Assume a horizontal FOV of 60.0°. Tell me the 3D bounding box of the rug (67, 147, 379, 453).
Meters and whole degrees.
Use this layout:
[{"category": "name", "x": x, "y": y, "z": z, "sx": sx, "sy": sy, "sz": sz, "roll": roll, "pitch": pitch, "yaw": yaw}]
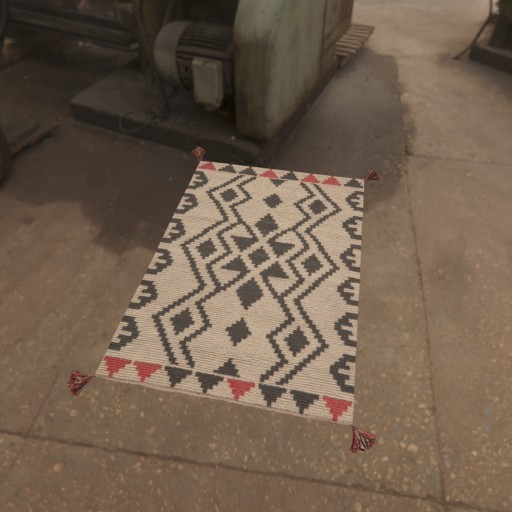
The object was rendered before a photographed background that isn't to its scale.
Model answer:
[{"category": "rug", "x": 0.000, "y": 0.000, "z": 2.637, "sx": 1.444, "sy": 0.067, "sz": 2.069, "roll": 8, "pitch": 47, "yaw": 8}]
